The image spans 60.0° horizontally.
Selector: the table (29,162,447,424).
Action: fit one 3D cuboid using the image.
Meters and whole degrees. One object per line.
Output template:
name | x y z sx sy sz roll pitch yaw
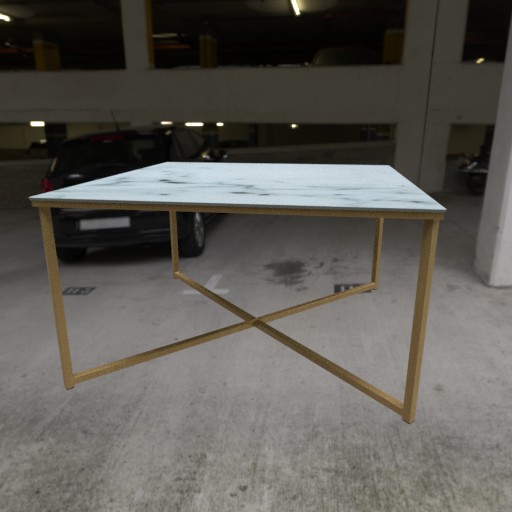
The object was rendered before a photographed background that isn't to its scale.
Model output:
table | 0.000 0.000 1.275 0.800 0.450 0.800 3 17 9
